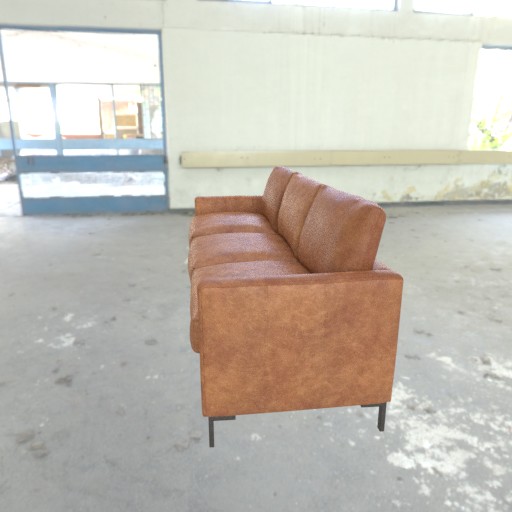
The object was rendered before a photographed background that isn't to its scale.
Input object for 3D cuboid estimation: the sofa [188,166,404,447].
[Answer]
[{"bbox_3d":[0.000,0.000,2.448,0.748,0.863,2.029,-2,16,-8],"label":"sofa"}]
